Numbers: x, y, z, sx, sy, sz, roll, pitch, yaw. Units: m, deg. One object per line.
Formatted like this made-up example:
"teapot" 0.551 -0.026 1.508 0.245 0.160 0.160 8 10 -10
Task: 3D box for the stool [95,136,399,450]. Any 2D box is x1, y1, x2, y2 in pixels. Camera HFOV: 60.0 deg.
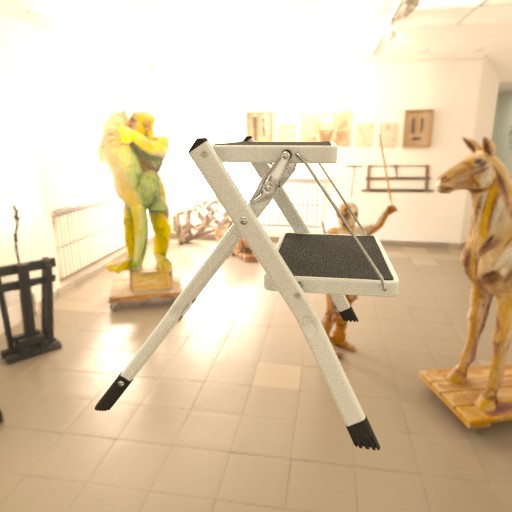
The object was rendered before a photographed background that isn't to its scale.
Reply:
"stool" 0.000 0.000 0.855 0.490 0.445 0.485 2 16 8
